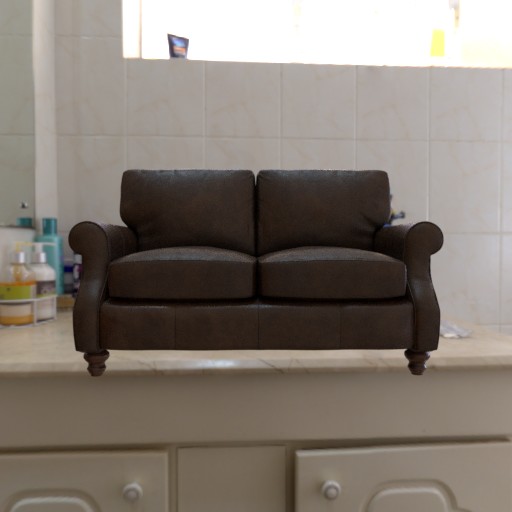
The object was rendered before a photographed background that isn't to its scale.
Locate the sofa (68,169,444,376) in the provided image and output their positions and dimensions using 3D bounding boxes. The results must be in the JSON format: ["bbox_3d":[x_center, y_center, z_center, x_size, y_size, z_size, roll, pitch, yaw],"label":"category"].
[{"bbox_3d":[0.000,0.000,2.218,1.616,0.976,0.990,0,1,-1],"label":"sofa"}]
